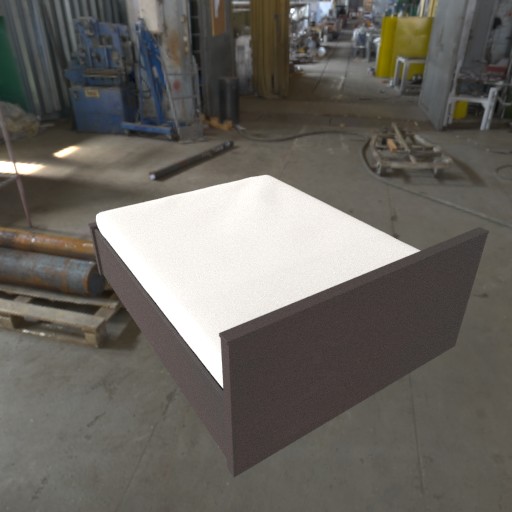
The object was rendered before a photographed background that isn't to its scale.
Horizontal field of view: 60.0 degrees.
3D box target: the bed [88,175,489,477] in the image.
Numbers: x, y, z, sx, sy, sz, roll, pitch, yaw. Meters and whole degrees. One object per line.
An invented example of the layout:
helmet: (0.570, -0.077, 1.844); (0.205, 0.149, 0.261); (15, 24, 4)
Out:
bed: (0.000, 0.000, 2.967); (1.634, 0.808, 2.103); (-18, 35, -28)
